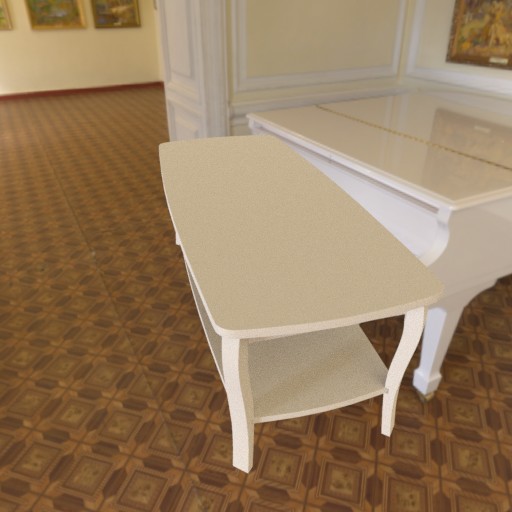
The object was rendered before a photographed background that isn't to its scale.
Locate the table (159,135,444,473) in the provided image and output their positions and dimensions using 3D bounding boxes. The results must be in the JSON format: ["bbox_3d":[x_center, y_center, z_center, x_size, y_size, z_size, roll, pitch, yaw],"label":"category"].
[{"bbox_3d":[0.000,0.000,1.544,0.561,0.474,1.334,-8,31,-13],"label":"table"}]
